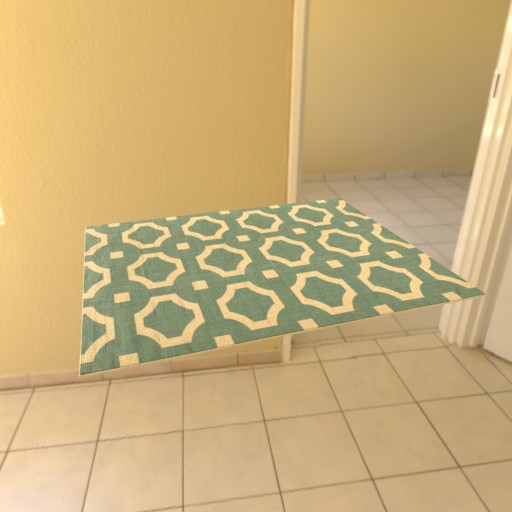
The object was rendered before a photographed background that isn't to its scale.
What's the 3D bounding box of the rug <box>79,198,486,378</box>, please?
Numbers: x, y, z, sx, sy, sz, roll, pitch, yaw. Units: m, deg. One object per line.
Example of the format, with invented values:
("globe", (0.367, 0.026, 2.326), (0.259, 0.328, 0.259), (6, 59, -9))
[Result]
("rug", (0.000, 0.000, 4.139), (3.049, 0.021, 2.466), (-8, 27, -16))
